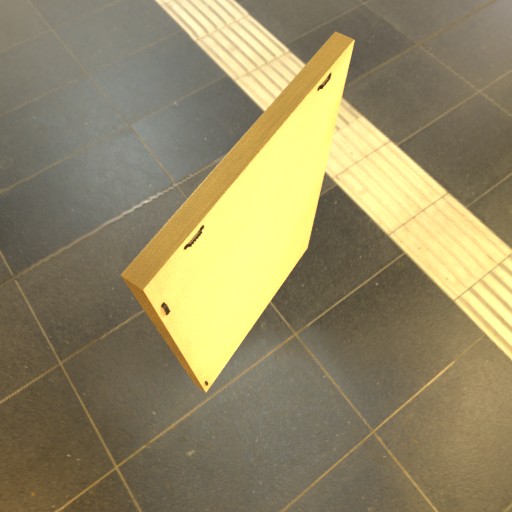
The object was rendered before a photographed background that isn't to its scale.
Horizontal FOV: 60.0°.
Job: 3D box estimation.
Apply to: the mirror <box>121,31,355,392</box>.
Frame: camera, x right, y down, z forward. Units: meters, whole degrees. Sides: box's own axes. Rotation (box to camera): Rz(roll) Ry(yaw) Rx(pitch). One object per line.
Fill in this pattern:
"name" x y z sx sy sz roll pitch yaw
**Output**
"mirror" 0.000 0.000 0.921 0.040 0.710 0.507 31 68 14
